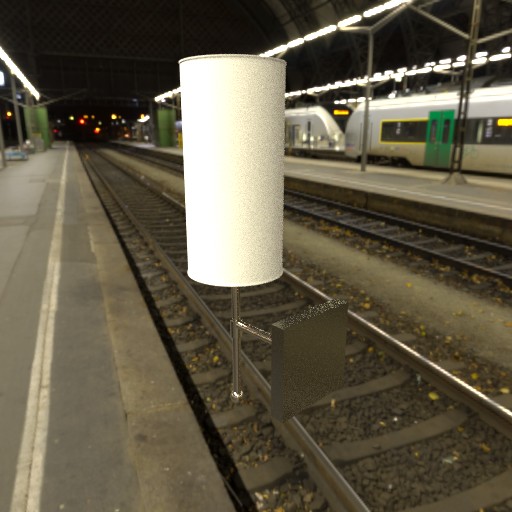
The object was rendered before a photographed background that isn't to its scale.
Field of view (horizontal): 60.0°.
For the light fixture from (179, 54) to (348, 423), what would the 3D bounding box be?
[{"bbox_3d":[0.000,0.000,0.564,0.128,0.462,0.208,-14,21,-41],"label":"light fixture"}]
